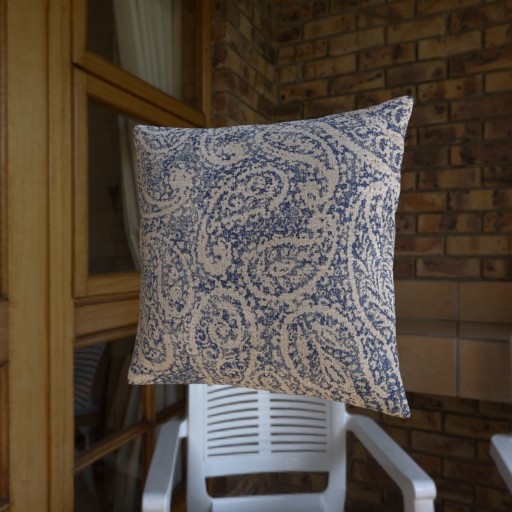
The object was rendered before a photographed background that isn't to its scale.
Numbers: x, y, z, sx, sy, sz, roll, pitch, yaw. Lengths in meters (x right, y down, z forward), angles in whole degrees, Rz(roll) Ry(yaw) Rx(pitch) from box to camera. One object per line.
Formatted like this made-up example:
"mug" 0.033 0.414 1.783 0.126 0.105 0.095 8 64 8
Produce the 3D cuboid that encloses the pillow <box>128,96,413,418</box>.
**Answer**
"pillow" 0.000 0.000 0.785 0.523 0.510 0.166 0 0 19
